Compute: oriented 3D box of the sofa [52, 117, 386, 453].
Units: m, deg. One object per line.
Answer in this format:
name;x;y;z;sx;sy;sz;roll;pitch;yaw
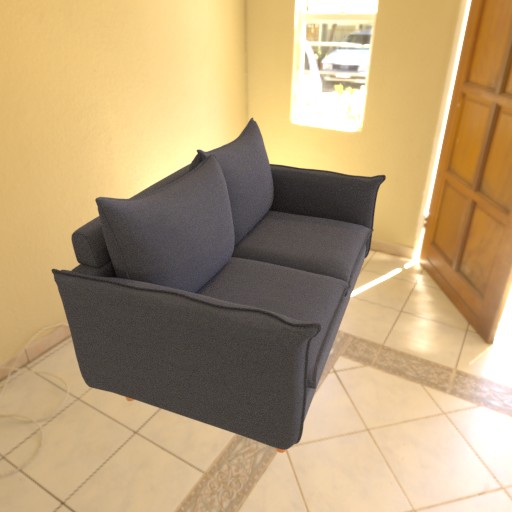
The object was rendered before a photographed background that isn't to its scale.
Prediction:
sofa;0.000;0.000;1.794;0.820;0.840;1.300;11;31;19
